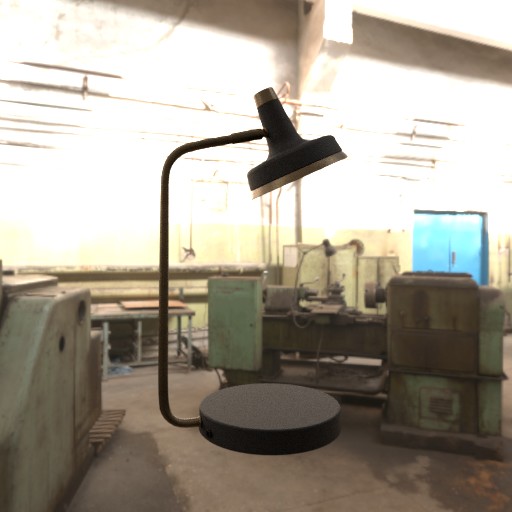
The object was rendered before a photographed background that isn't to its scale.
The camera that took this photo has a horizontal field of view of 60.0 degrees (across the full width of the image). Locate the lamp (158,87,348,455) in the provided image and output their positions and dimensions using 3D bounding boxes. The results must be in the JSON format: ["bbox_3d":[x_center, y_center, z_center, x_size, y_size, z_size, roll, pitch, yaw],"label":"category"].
[{"bbox_3d":[0.000,0.000,0.502,0.218,0.385,0.162,0,0,-19],"label":"lamp"}]
